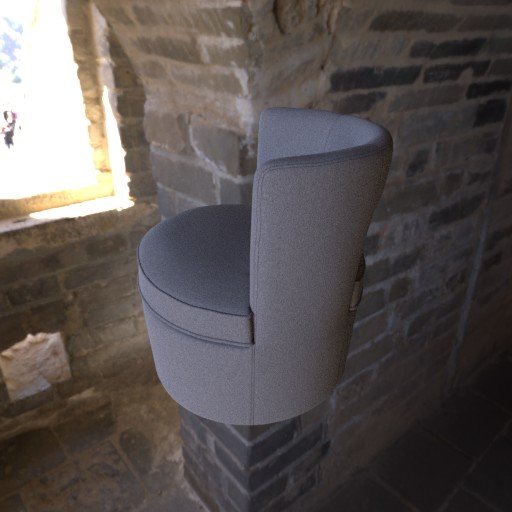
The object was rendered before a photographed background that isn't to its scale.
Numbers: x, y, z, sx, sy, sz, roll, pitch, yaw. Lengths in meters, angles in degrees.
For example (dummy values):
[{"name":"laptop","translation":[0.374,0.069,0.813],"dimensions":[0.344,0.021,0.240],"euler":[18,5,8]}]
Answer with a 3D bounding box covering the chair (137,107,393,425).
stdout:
[{"name":"chair","translation":[0.000,0.000,1.254],"dimensions":[0.660,0.719,0.689],"euler":[1,27,1]}]
